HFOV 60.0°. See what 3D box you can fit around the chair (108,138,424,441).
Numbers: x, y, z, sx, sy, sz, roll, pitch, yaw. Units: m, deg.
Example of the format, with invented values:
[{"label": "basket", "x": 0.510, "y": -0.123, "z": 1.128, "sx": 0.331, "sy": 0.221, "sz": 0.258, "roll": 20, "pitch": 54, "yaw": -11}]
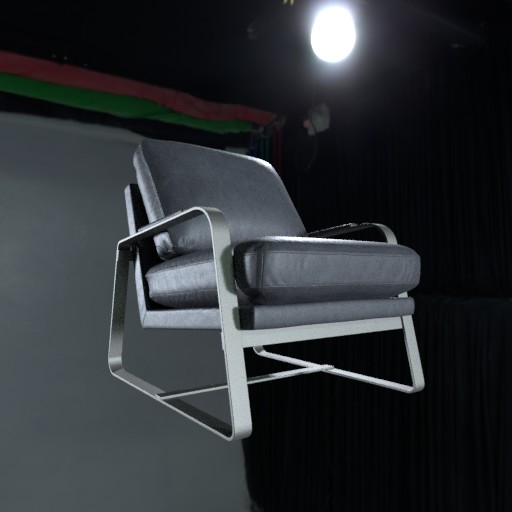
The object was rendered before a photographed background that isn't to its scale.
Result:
[{"label": "chair", "x": 0.000, "y": 0.000, "z": 1.476, "sx": 0.692, "sy": 0.839, "sz": 0.878, "roll": 1, "pitch": -3, "yaw": -36}]
